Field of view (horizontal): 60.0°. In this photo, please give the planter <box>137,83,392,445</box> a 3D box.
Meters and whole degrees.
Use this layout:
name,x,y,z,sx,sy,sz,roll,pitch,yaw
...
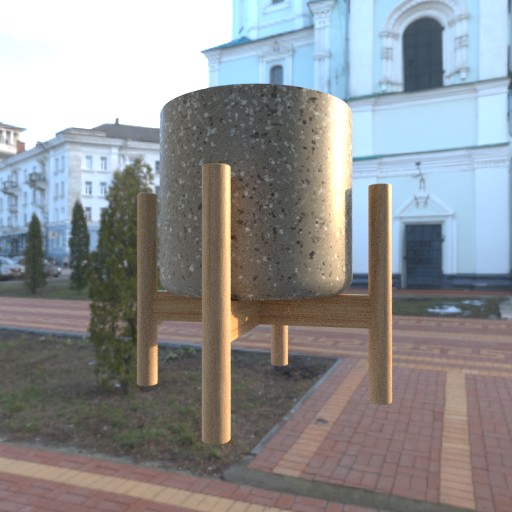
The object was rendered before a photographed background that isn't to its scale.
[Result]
name,x,y,z,sx,sy,sz,roll,pitch,yaw
planter,0.000,0.000,0.522,0.284,0.320,0.284,0,0,37
